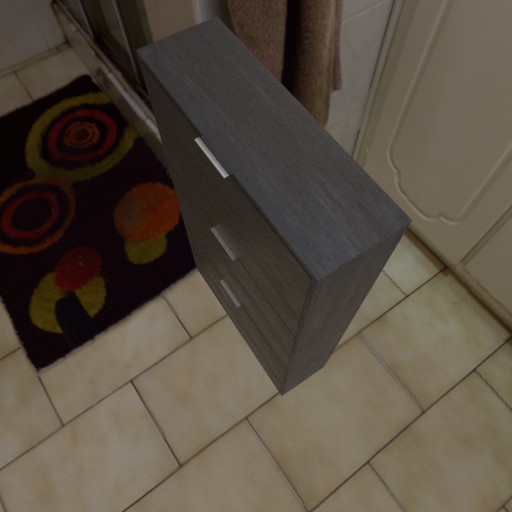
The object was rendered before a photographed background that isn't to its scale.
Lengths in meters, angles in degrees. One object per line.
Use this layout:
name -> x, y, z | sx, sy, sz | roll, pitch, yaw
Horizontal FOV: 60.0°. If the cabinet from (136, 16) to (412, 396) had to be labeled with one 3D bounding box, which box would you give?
cabinet -> 0.000, 0.000, 1.562 | 0.250, 1.280, 0.750 | -31, 67, -14
